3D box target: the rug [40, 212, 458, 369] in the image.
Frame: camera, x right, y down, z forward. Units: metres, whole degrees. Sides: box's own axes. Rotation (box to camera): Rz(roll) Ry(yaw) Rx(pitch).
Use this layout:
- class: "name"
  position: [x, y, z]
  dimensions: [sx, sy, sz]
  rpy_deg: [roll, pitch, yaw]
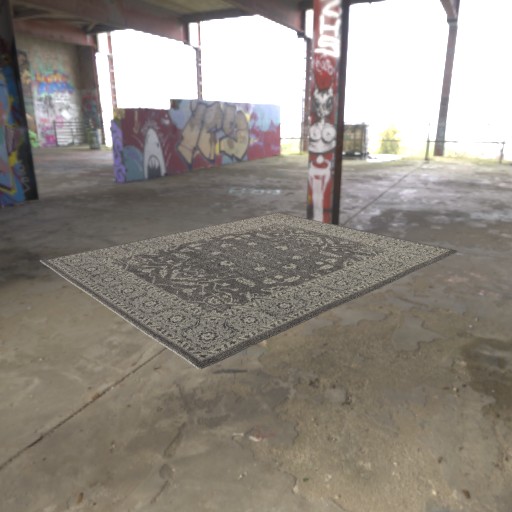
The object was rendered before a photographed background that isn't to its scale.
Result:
- class: "rug"
  position: [0.000, 0.000, 4.129]
  dimensions: [3.069, 0.026, 2.451]
  rpy_deg: [-16, 23, -40]
